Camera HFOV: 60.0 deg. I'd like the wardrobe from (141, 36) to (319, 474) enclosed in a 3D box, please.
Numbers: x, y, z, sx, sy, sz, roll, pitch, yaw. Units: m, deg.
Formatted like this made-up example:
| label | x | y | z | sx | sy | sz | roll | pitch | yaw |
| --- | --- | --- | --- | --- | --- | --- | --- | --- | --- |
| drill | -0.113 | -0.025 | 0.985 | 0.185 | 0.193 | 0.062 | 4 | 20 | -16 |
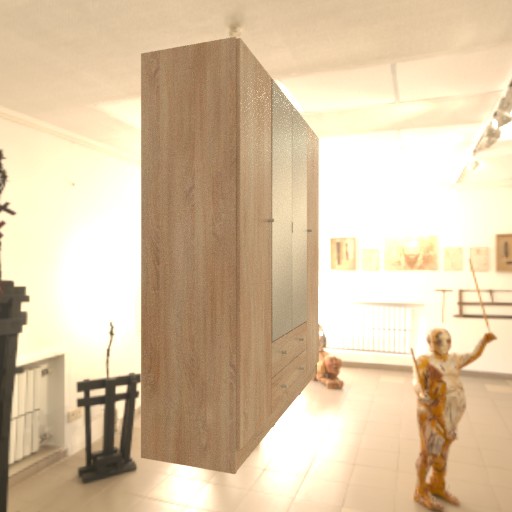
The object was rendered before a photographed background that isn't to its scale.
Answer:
| label | x | y | z | sx | sy | sz | roll | pitch | yaw |
| --- | --- | --- | --- | --- | --- | --- | --- | --- | --- |
| wardrobe | 0.000 | 0.000 | 3.205 | 0.598 | 2.159 | 1.998 | 0 | 0 | 19 |
